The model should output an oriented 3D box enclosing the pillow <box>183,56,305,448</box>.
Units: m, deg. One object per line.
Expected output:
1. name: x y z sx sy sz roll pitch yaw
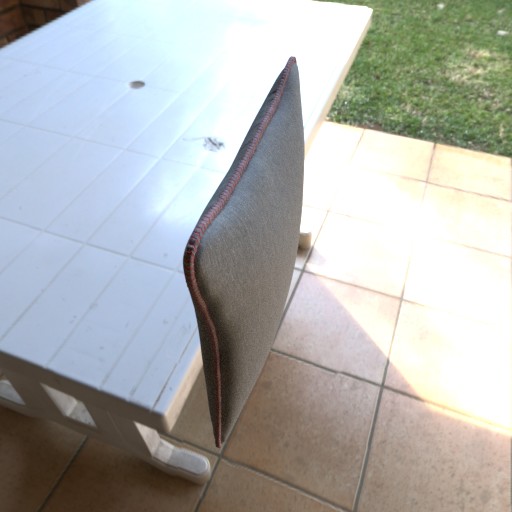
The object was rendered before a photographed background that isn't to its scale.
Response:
1. pillow: 0.000 0.000 0.736 0.124 0.491 0.482 11 47 11
